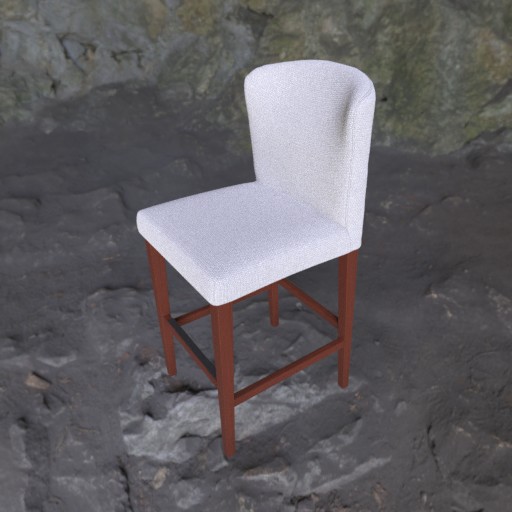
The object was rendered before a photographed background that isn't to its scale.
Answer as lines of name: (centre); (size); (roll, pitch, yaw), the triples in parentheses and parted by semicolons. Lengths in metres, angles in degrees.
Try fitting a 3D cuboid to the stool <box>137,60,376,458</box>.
stool: (0.000, 0.000, 1.371); (0.568, 1.069, 0.481); (-20, 36, -29)
